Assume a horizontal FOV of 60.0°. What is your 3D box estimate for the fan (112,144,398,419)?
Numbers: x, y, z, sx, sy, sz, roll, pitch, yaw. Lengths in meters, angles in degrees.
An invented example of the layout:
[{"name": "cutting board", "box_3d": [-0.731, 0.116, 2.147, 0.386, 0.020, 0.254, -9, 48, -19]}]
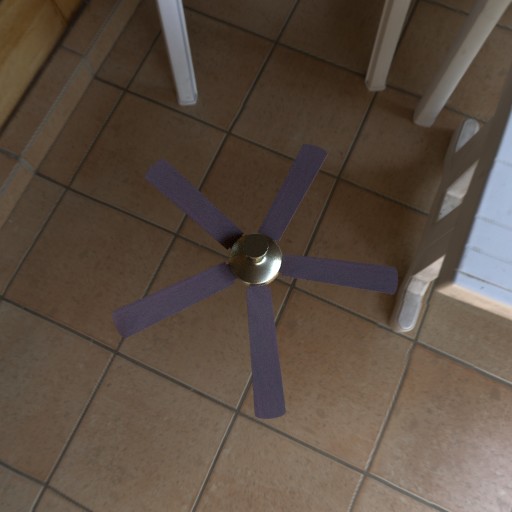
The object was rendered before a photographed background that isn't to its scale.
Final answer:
[{"name": "fan", "box_3d": [0.000, 0.000, 2.008, 1.321, 0.356, 1.321, 18, 76, 4]}]
